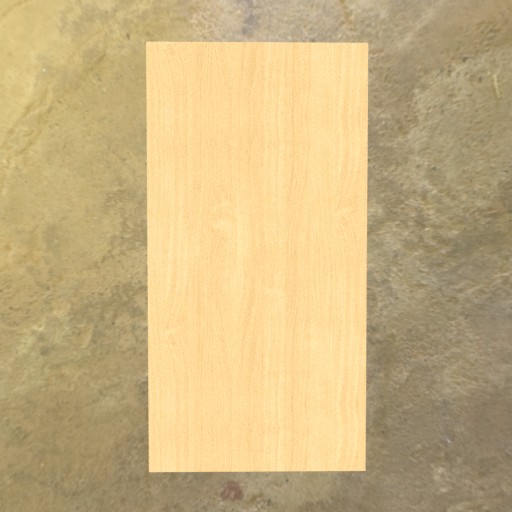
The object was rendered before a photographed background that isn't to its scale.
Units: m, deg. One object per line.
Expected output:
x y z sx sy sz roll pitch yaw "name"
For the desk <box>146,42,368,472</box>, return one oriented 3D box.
0.000 0.000 1.499 0.560 0.735 1.097 0 91 -1 "desk"
